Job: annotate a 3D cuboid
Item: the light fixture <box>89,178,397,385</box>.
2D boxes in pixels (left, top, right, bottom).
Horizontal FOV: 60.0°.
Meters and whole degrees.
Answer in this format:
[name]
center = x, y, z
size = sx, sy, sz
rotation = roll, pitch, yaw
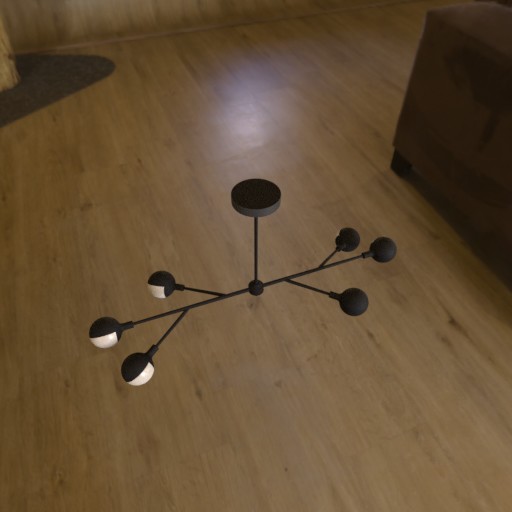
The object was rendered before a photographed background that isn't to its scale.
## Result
[light fixture]
center = 0.000, 0.000, 1.022
size = 0.778, 0.362, 0.434
rotation = -4, 46, -4
